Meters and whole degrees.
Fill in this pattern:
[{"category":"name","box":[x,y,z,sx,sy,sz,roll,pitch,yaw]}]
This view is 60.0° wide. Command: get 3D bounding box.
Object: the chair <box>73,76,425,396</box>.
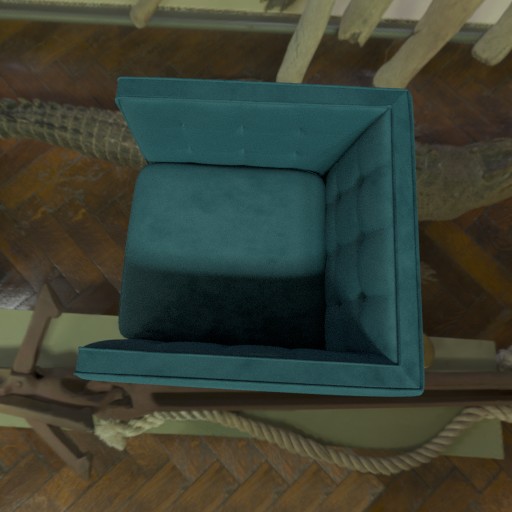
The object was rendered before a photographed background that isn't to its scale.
[{"category":"chair","box":[0.000,0.000,1.553,0.894,0.790,0.880,3,76,1]}]
